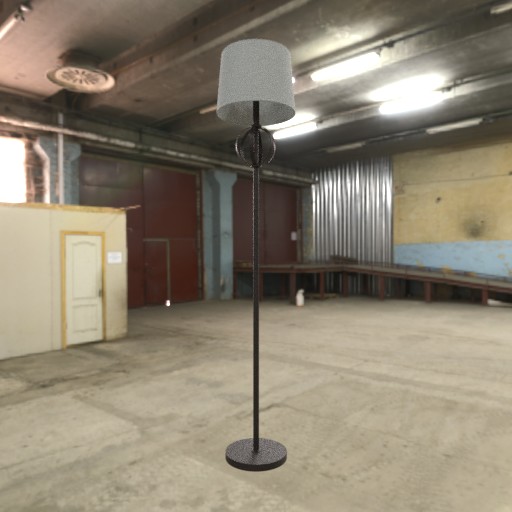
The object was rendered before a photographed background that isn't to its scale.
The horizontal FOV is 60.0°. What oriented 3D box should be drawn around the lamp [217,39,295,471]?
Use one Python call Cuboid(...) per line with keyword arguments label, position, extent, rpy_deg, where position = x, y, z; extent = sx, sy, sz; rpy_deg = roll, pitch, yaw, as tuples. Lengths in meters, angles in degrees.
Cuboid(label="lamp", position=(0.000, 0.000, 1.615), extent=(0.286, 1.462, 0.286), rpy_deg=(0, 0, -20))
